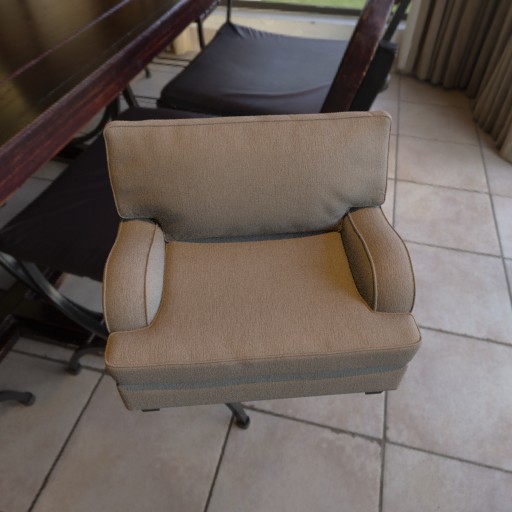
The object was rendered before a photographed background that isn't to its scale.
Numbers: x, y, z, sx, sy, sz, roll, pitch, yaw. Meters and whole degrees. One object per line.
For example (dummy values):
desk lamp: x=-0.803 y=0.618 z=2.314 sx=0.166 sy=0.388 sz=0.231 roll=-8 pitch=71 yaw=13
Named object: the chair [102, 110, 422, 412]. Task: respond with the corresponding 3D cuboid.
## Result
chair: x=0.000 y=0.000 z=1.964 sx=1.220 sy=1.016 sz=1.041 roll=-3 pitch=46 yaw=-3
